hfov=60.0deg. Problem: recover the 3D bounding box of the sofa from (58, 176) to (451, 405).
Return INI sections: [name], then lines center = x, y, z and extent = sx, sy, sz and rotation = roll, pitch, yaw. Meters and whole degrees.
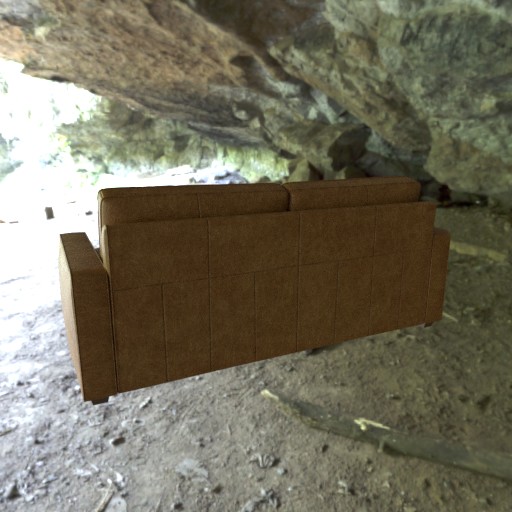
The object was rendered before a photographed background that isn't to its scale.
[sofa]
center = 0.000, 0.000, 2.641
extent = 2.156, 0.928, 0.991
rotation = -7, 16, -25
